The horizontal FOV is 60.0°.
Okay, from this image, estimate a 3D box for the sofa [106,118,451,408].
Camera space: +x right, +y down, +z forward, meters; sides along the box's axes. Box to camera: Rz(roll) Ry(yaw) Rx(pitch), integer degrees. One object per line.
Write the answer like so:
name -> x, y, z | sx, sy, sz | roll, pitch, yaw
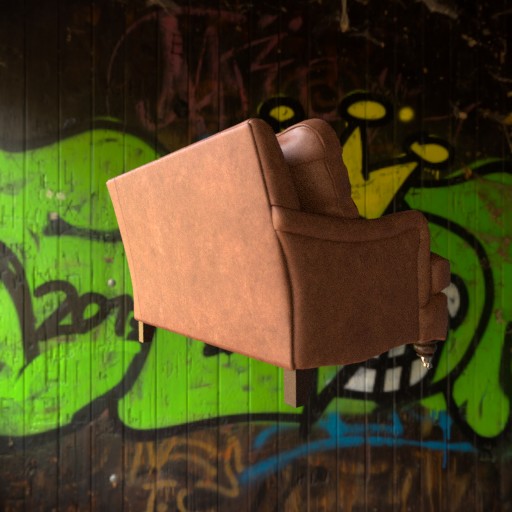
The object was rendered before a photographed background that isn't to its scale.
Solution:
sofa -> 0.000, 0.000, 2.231 | 1.077, 1.004, 1.527 | 0, 0, -36
